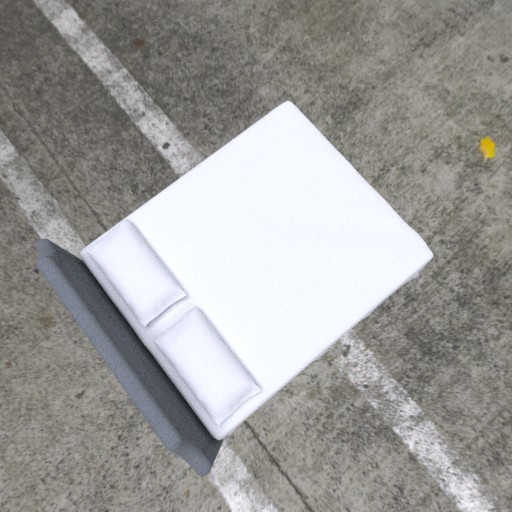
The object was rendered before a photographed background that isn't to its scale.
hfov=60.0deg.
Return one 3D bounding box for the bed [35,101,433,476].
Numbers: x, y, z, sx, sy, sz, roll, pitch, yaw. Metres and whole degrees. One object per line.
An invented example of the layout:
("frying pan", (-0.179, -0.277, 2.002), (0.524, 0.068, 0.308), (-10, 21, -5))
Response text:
("bed", (0.000, 0.000, 3.249), (2.259, 1.296, 1.811), (-38, 79, -9))
